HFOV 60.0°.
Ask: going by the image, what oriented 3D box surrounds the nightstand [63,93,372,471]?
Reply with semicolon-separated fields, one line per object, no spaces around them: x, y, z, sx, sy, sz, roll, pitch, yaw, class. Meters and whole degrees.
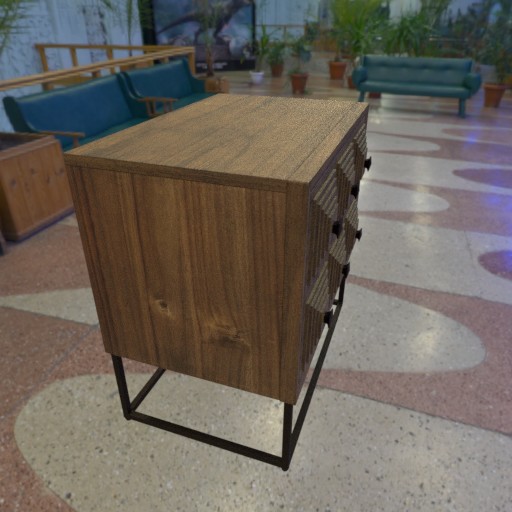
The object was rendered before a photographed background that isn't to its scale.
0.000;0.000;1.037;0.437;0.610;0.610;10;31;17;nightstand
